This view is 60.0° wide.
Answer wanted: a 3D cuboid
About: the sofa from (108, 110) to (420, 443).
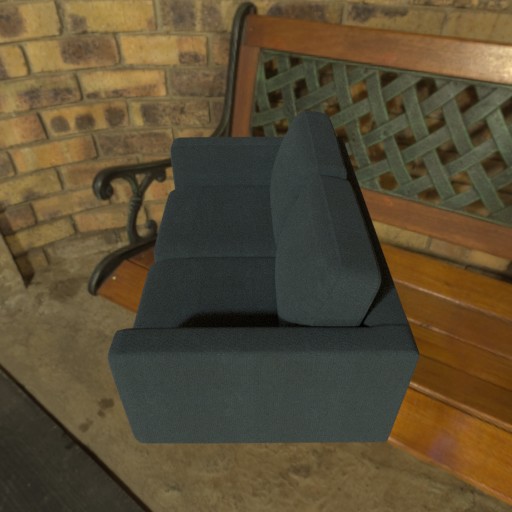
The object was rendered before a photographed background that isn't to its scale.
[{"bbox_3d":[0.000,0.000,2.082,0.999,0.930,1.518,0,40,0],"label":"sofa"}]
